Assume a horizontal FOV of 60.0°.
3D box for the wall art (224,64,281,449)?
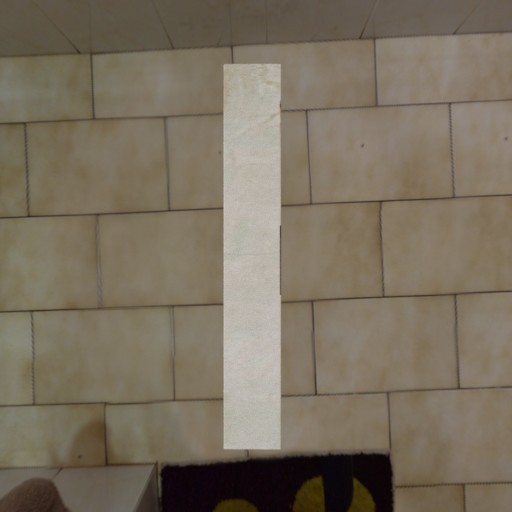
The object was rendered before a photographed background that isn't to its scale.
[{"bbox_3d":[0.000,0.000,0.482,0.038,0.381,0.254,0,90,1],"label":"wall art"}]
